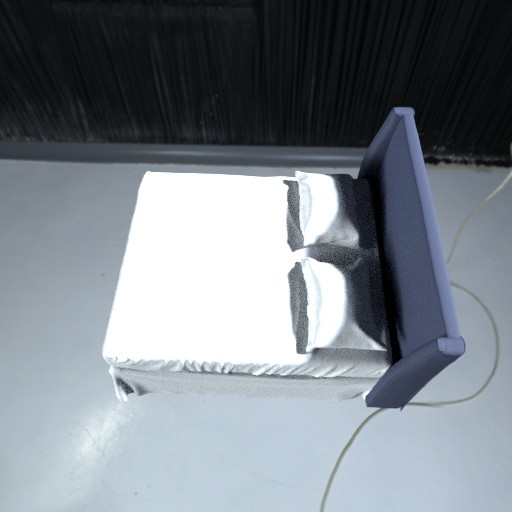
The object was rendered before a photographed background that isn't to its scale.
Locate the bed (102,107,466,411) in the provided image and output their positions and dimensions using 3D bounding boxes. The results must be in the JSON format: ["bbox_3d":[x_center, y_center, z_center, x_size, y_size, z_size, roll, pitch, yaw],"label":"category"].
[{"bbox_3d":[0.000,0.000,3.353,2.276,1.332,1.925,2,58,1],"label":"bed"}]
